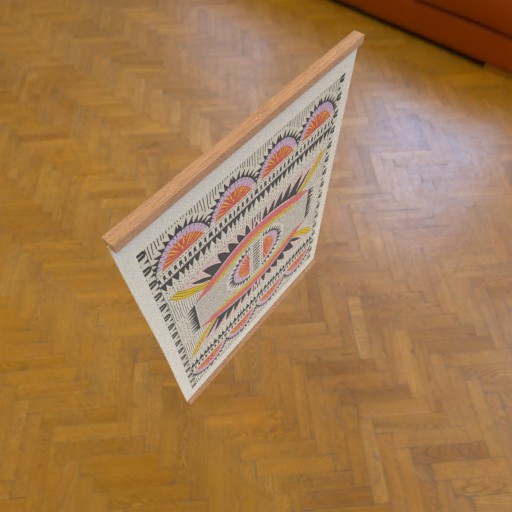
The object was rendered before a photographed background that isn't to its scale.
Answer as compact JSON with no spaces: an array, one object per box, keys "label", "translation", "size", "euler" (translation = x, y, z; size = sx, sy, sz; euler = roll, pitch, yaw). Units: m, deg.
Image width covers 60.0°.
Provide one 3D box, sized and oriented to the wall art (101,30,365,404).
[{"label":"wall art","translation":[0.000,0.000,1.302],"size":[0.028,1.016,0.765],"euler":[35,64,20]}]
